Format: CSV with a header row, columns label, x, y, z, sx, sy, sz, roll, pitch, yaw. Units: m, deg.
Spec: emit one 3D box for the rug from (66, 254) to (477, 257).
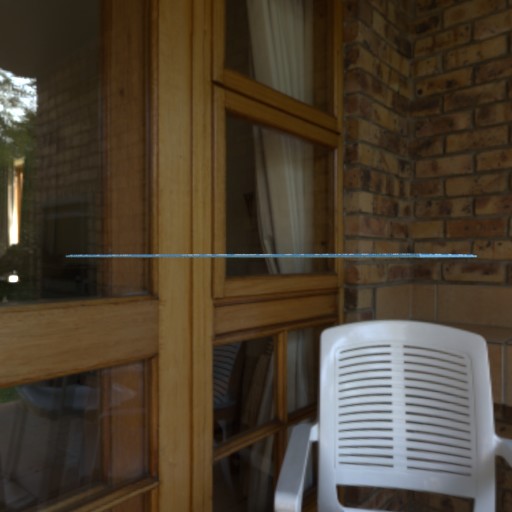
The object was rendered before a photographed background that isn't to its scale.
label,x,y,z,sx,sy,sz,roll,pitch,yaw
rug,0.000,0.000,1.456,1.219,0.007,0.604,0,0,35
